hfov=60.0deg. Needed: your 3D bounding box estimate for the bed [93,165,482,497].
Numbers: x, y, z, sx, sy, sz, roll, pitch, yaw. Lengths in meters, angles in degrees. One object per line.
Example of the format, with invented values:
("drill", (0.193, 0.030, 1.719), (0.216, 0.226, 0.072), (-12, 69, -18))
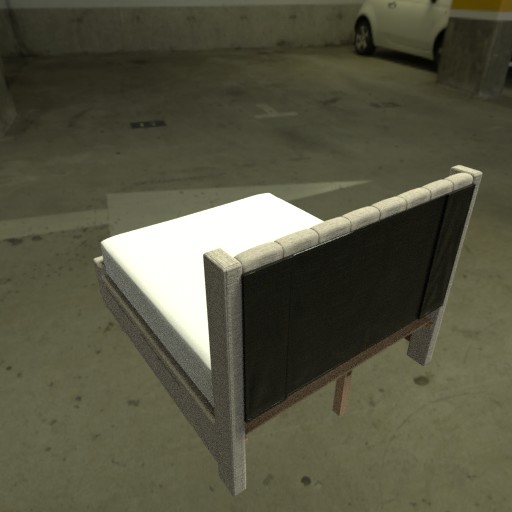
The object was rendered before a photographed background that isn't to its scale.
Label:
("bed", (0.000, 0.000, 3.689), (2.044, 1.748, 2.372), (-21, 37, -30))
